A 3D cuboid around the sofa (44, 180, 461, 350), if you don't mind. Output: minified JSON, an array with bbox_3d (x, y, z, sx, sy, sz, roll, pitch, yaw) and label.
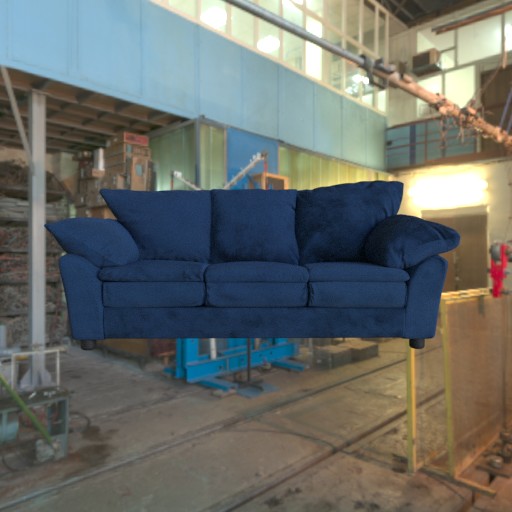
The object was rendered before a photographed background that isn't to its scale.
[{"bbox_3d":[0.000,0.000,2.927,2.390,1.091,0.907,0,0,-1],"label":"sofa"}]
